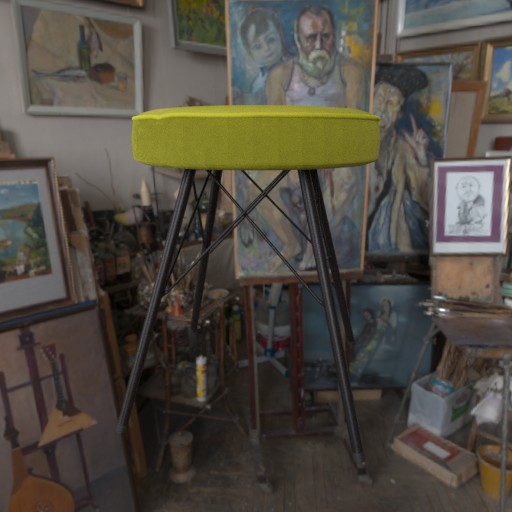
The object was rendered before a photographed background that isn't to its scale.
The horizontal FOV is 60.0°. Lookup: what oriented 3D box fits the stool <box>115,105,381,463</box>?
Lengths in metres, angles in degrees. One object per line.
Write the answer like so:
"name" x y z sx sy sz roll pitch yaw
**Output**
"stool" 0.000 0.000 0.810 0.409 0.508 0.409 3 16 10
